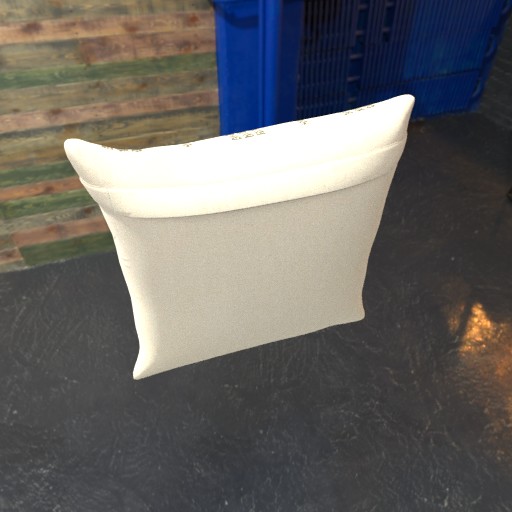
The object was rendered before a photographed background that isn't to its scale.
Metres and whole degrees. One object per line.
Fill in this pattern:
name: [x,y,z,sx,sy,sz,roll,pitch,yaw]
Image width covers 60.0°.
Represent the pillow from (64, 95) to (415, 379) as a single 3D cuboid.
pillow: [0.000,0.000,0.616,0.405,0.406,0.173,-12,42,-14]
